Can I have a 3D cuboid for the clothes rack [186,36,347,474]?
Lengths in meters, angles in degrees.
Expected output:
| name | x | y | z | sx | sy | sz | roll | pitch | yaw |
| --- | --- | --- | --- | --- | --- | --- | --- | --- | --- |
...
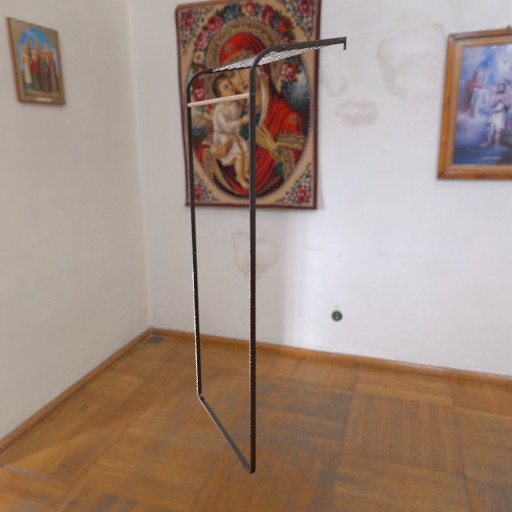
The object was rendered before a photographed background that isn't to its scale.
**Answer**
| name | x | y | z | sx | sy | sz | roll | pitch | yaw |
| --- | --- | --- | --- | --- | --- | --- | --- | --- | --- |
| clothes rack | 0.000 | 0.000 | 1.822 | 0.349 | 1.574 | 0.609 | -8 | 17 | -26 |
